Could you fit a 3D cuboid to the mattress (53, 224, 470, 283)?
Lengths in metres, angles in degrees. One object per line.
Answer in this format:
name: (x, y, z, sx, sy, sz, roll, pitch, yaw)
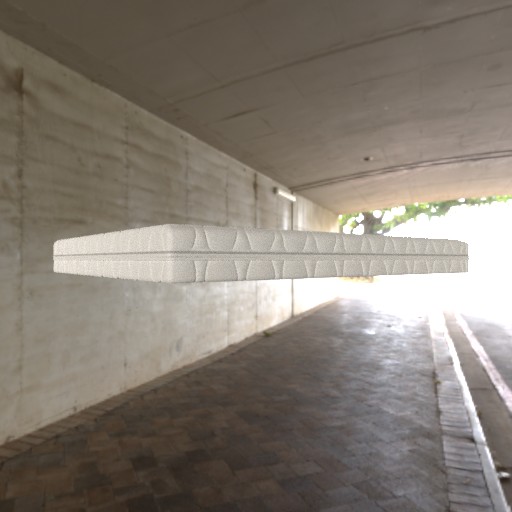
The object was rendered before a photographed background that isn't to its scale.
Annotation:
mattress: (0.000, 0.000, 2.627, 1.900, 0.200, 1.600, 0, -1, -37)
